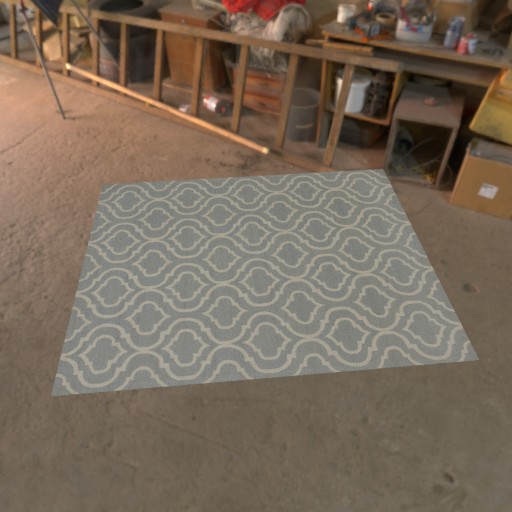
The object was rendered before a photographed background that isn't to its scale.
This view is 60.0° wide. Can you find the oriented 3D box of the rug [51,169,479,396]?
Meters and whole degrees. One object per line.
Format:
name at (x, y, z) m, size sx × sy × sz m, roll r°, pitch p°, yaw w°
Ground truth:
rug at (0.000, 0.000, 3.772) m, size 2.892 × 0.006 × 2.283 m, roll -4°, pitch 46°, yaw -4°
